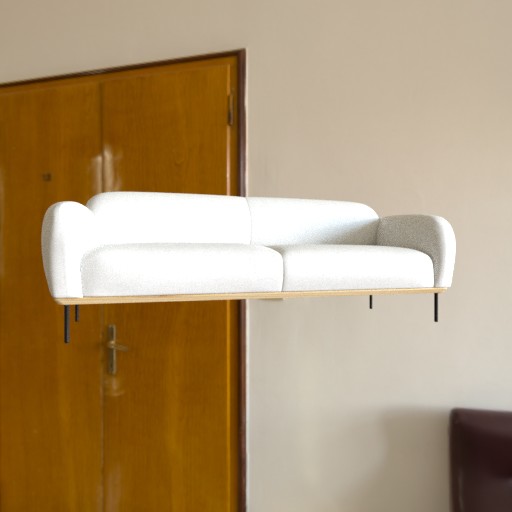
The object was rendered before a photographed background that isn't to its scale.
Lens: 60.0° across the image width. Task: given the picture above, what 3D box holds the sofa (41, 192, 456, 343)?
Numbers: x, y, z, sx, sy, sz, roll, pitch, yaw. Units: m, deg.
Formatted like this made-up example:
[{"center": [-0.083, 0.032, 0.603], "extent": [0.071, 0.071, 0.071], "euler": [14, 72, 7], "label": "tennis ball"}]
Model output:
[{"center": [0.000, 0.000, 2.632], "extent": [2.257, 0.780, 0.880], "euler": [0, 0, -18], "label": "sofa"}]
